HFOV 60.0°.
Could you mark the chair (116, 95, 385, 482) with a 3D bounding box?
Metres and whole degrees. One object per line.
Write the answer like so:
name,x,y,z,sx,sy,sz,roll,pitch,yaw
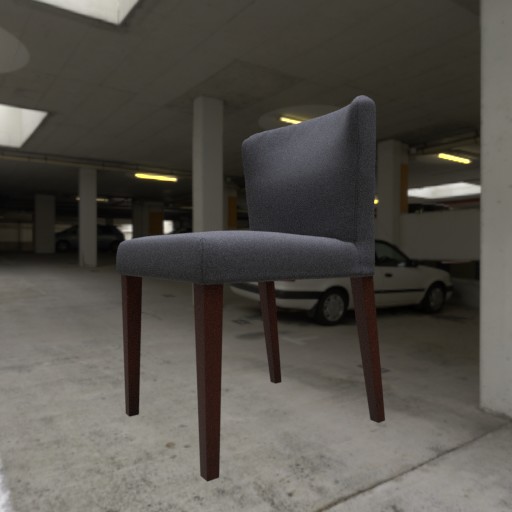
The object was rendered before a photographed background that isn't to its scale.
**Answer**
chair,0.000,0.000,1.158,0.592,0.839,0.491,0,1,-36
